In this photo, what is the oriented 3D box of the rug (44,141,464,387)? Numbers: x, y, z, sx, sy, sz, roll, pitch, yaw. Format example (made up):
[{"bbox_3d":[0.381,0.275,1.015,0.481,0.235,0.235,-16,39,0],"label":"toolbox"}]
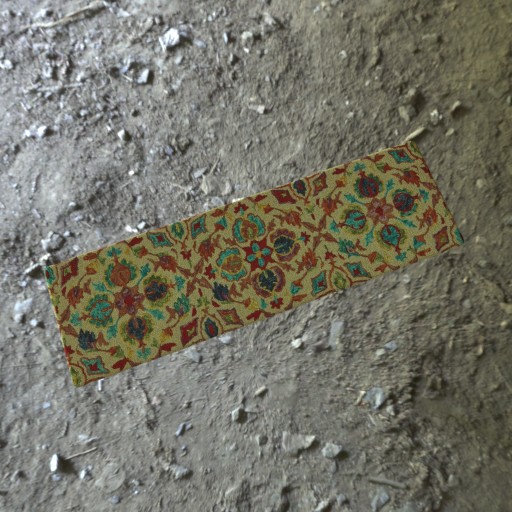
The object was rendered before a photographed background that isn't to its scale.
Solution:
[{"bbox_3d":[0.000,0.000,2.485,2.273,0.016,0.693,-20,77,-5],"label":"rug"}]
